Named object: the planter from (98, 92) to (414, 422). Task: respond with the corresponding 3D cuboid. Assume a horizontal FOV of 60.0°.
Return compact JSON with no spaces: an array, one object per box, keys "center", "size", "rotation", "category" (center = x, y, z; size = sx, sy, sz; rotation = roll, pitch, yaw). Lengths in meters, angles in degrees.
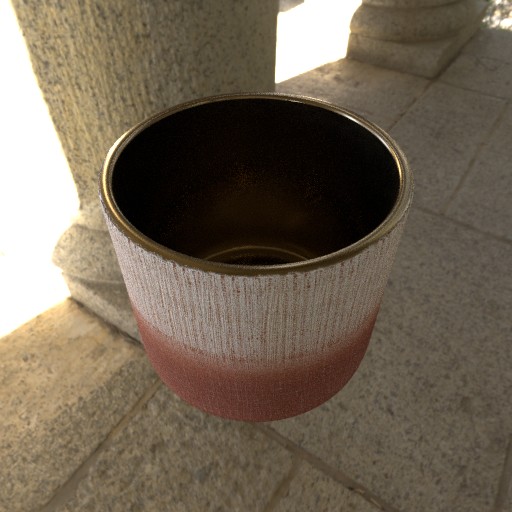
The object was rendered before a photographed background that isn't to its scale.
[{"center":[0.000,0.000,0.437],"size":[0.254,0.221,0.254],"rotation":[0,46,0],"category":"planter"}]
